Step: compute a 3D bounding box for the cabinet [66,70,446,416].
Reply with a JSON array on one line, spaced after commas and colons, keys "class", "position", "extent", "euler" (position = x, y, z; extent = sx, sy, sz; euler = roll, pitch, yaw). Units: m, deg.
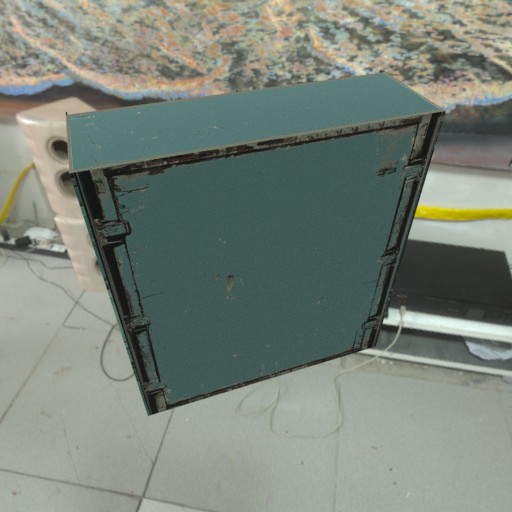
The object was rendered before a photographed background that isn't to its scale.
[{"class": "cabinet", "position": [0.000, 0.000, 3.183], "extent": [2.000, 2.160, 0.680], "euler": [-13, 44, -14]}]
